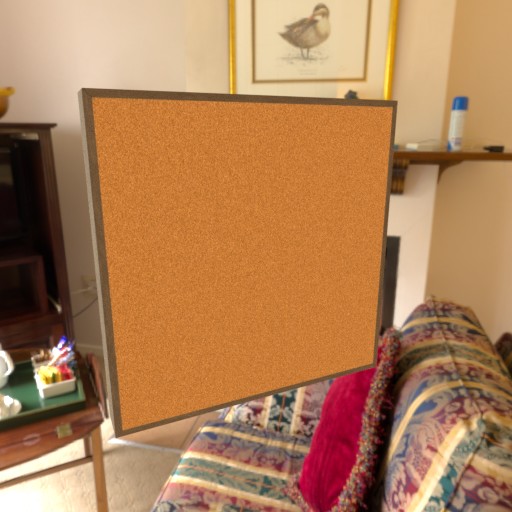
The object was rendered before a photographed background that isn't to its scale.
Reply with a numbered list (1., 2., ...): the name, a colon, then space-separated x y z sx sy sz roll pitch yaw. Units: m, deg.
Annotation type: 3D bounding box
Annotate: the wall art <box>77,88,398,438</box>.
1. wall art: 0.000 0.000 0.445 0.303 0.302 0.038 -7 17 -24
